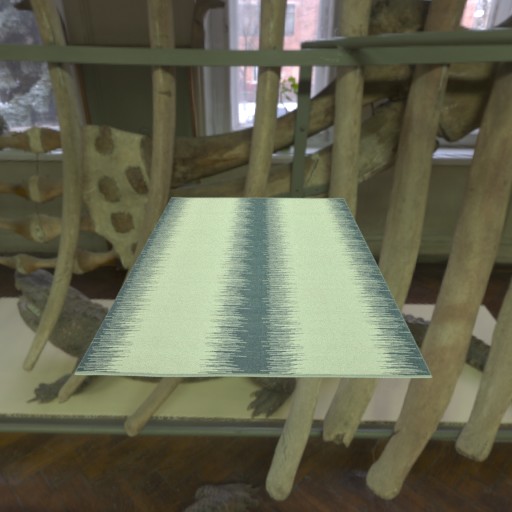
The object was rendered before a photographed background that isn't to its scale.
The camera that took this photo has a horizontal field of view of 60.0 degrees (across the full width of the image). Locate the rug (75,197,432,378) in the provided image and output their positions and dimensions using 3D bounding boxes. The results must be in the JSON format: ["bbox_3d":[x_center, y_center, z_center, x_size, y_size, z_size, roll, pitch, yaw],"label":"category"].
[{"bbox_3d":[0.000,0.000,2.347,1.234,0.006,1.854,0,27,1],"label":"rug"}]
